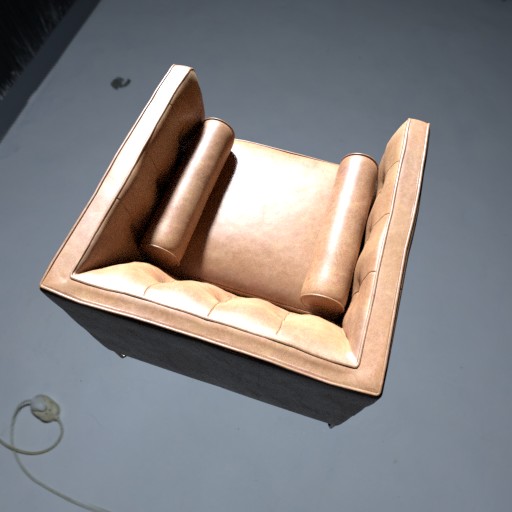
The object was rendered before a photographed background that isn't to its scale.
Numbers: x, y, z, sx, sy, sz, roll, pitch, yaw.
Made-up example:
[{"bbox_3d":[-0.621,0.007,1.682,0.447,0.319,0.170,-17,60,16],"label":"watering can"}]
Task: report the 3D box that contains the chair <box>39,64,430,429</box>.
[{"bbox_3d":[0.000,0.000,1.606,0.920,0.797,0.912,16,64,8],"label":"chair"}]
